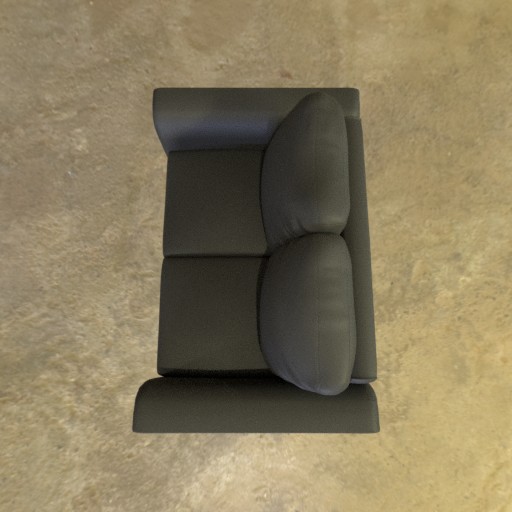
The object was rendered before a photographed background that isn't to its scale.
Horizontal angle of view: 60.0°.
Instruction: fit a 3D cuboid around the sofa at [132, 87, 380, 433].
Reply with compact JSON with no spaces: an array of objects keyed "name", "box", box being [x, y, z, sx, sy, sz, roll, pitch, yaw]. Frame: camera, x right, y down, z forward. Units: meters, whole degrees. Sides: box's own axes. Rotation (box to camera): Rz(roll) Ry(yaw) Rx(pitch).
[{"name":"sofa","box":[0.000,0.000,1.913,0.887,0.845,1.386,0,76,0]}]
